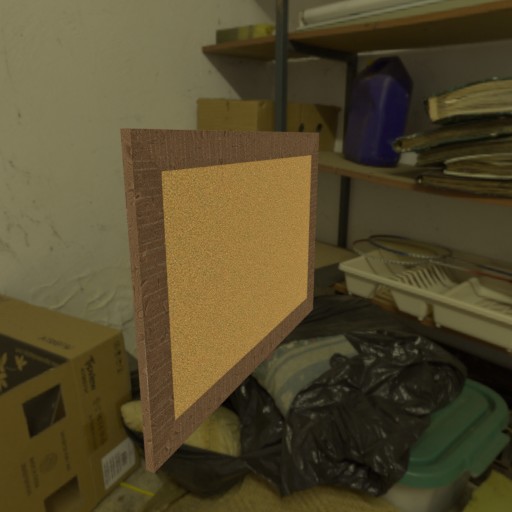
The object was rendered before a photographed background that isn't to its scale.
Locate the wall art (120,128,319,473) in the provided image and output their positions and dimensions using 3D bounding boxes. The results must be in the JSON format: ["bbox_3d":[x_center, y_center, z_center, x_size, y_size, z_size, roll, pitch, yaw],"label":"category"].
[{"bbox_3d":[0.000,0.000,1.158,0.019,0.626,0.917,7,17,25],"label":"wall art"}]
